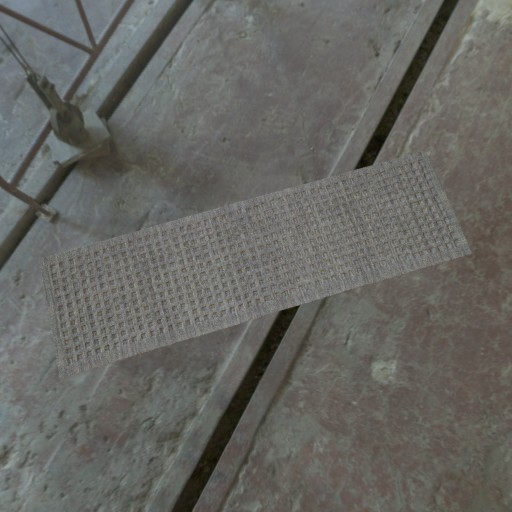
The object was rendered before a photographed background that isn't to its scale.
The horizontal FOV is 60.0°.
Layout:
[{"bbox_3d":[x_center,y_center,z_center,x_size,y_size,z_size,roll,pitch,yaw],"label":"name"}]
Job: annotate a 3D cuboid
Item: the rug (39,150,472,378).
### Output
[{"bbox_3d":[0.000,0.000,2.597,2.443,0.009,0.706,-16,75,-4],"label":"rug"}]
